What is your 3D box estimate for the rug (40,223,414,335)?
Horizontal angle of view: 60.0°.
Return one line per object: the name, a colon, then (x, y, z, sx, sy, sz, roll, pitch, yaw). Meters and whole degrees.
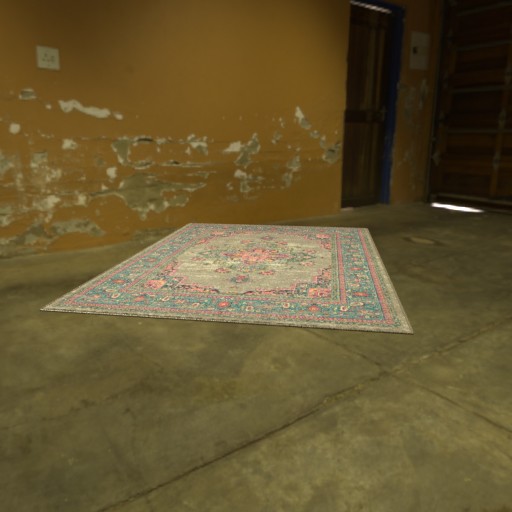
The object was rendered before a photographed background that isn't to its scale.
rug: (0.000, 0.000, 2.909, 1.609, 0.013, 2.214, 2, 15, 9)
